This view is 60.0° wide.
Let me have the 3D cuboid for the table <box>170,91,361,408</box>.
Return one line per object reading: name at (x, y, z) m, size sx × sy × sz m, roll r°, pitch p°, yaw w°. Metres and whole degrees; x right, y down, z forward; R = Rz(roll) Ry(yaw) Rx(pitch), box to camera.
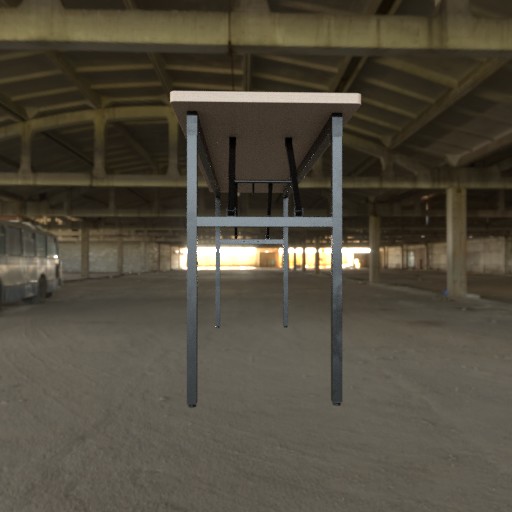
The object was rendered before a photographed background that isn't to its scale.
table at (0.000, 0.000, 1.721) m, size 0.447 × 0.750 × 1.397 m, roll 0°, pitch 0°, yaw -2°
